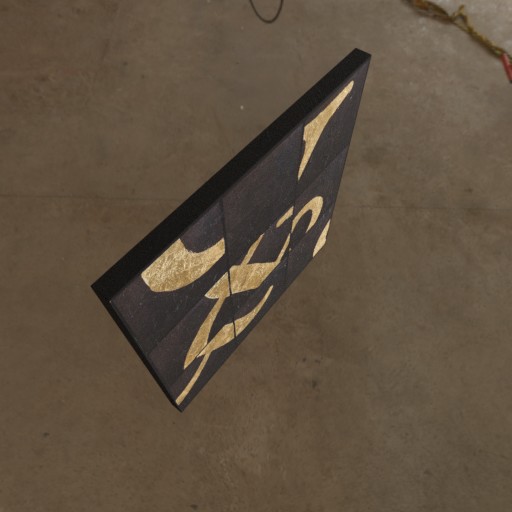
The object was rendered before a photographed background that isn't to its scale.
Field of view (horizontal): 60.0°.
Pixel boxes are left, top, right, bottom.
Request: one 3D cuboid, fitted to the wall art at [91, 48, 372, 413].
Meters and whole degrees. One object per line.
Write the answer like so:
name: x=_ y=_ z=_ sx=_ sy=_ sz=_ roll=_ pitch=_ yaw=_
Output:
wall art: x=0.000 y=0.000 z=1.143 sx=0.044 sy=0.758 sz=0.758 roll=34 pitch=64 yaw=19
